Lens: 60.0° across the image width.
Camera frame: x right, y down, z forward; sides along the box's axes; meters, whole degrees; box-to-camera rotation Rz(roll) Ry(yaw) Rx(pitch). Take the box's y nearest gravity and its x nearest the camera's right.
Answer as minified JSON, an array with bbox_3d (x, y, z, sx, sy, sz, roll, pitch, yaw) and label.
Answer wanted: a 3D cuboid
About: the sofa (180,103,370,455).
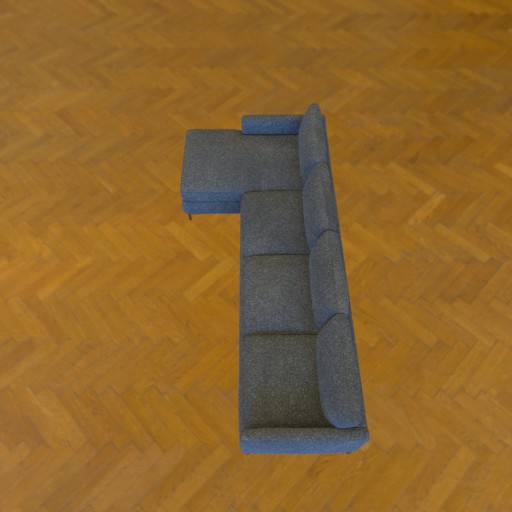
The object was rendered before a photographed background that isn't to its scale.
[{"bbox_3d":[0.000,0.000,3.584,1.350,0.810,2.932,-1,58,0],"label":"sofa"}]
